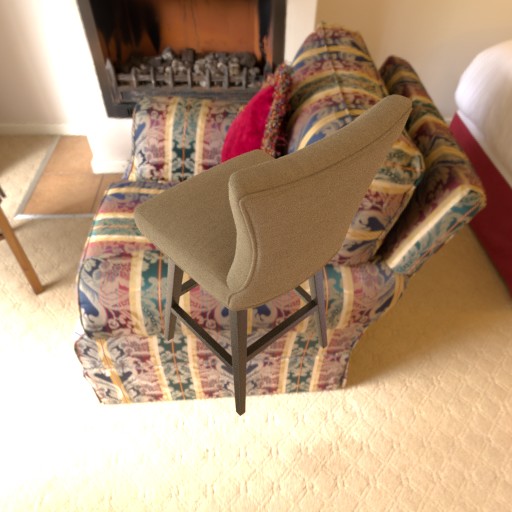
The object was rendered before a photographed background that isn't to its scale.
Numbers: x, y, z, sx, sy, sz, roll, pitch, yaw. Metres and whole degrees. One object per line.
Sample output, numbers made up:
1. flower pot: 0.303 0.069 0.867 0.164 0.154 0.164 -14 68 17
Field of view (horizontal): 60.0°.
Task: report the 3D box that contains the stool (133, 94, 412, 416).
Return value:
1. stool: 0.000 0.000 1.394 0.514 1.086 0.574 -32 55 -26
